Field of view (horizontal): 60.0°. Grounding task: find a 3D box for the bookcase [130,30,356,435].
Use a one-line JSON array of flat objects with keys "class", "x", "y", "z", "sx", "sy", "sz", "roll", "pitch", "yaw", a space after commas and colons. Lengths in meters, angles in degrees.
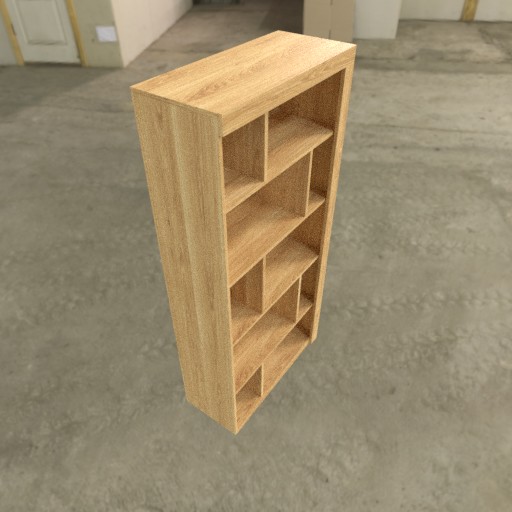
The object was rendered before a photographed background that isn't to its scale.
[{"class": "bookcase", "x": 0.000, "y": 0.000, "z": 2.424, "sx": 0.420, "sy": 2.020, "sz": 0.950, "roll": 25, "pitch": 46, "yaw": 27}]
